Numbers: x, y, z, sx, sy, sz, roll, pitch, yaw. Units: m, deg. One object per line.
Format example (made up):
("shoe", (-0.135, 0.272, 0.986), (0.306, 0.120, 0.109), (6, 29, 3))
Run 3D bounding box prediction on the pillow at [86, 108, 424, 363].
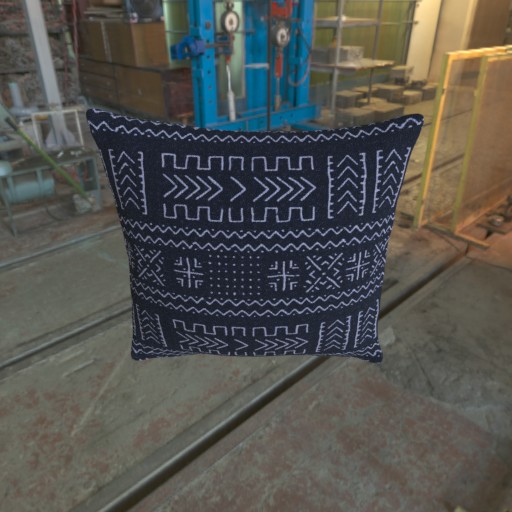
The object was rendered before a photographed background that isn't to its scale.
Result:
("pillow", (0.000, 0.000, 0.669), (0.438, 0.430, 0.164), (1, 30, 1))
